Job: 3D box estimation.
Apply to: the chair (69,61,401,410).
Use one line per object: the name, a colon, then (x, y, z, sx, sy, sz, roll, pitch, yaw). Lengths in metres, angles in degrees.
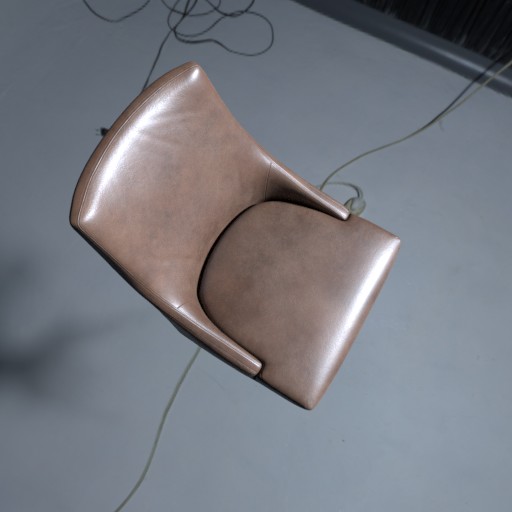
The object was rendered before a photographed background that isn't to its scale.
chair: (0.000, 0.000, 1.492, 0.861, 0.909, 0.701, 30, 76, 8)
